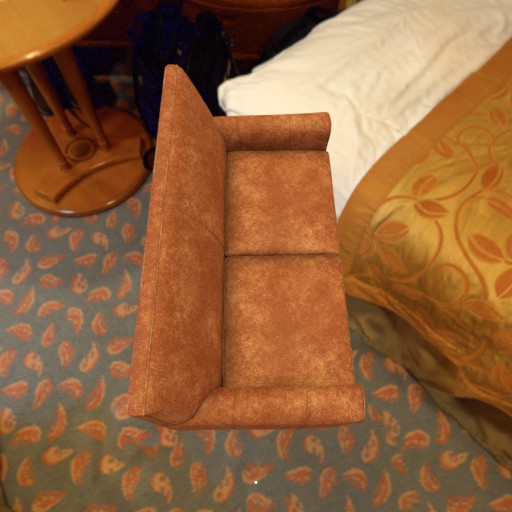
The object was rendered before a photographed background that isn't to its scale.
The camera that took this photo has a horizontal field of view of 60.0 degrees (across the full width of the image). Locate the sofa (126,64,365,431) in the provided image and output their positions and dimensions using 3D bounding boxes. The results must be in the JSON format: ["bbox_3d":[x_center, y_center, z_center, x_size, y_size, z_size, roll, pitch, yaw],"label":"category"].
[{"bbox_3d":[0.000,0.000,2.010,0.787,0.871,1.473,-1,63,0],"label":"sofa"}]
